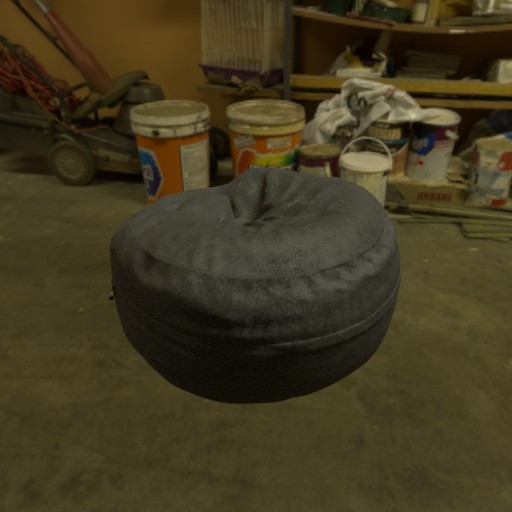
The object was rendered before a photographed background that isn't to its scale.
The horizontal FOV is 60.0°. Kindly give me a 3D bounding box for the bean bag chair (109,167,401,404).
[{"bbox_3d":[0.000,0.000,2.409,1.525,0.751,1.525,0,30,0],"label":"bean bag chair"}]
